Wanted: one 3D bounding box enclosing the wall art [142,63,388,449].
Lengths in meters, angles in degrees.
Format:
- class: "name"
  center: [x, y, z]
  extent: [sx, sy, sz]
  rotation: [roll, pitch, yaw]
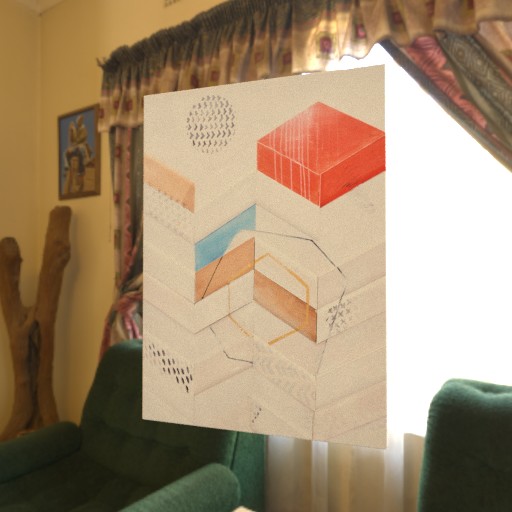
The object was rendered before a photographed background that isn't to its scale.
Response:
- class: "wall art"
  center: [0.000, 0.000, 1.083]
  extent: [0.613, 0.848, 0.036]
  rotation: [0, -1, 18]
